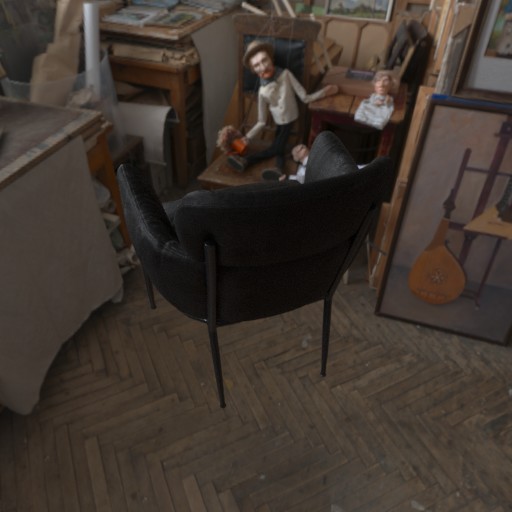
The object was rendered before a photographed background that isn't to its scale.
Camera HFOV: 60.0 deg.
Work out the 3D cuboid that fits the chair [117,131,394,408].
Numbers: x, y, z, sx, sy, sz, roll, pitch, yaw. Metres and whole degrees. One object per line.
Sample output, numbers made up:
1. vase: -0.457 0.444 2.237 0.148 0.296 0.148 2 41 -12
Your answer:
1. chair: 0.000 0.000 1.233 0.640 0.818 0.604 -13 44 -14
